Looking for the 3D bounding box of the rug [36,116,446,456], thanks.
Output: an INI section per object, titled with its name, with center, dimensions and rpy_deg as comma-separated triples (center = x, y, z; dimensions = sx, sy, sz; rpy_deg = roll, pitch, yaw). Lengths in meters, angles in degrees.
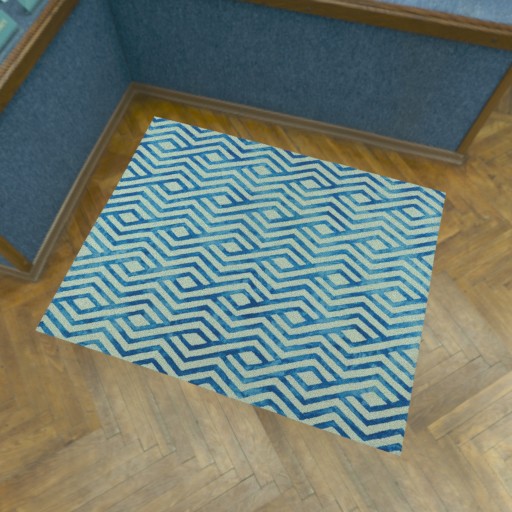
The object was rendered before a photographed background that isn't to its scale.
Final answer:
[rug]
center = 0.000, 0.000, 3.985
dimensions = 3.059, 0.008, 2.453
rpy_deg = 17, 66, 8
